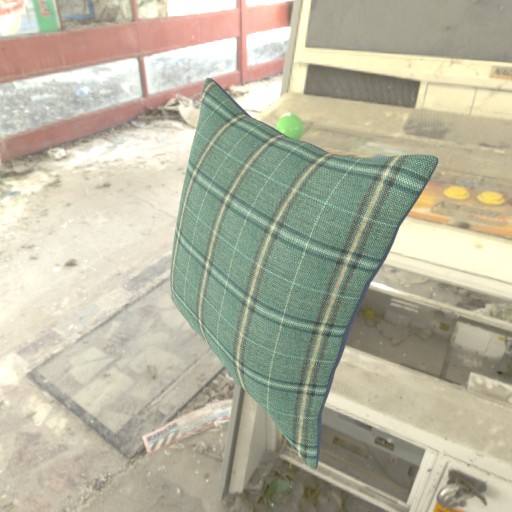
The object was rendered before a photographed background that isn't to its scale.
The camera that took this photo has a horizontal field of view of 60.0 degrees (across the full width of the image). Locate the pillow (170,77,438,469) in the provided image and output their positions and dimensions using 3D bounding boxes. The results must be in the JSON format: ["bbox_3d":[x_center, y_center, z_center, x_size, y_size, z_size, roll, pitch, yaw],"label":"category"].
[{"bbox_3d":[0.000,0.000,0.674,0.200,0.430,0.453,-21,39,-28],"label":"pillow"}]
